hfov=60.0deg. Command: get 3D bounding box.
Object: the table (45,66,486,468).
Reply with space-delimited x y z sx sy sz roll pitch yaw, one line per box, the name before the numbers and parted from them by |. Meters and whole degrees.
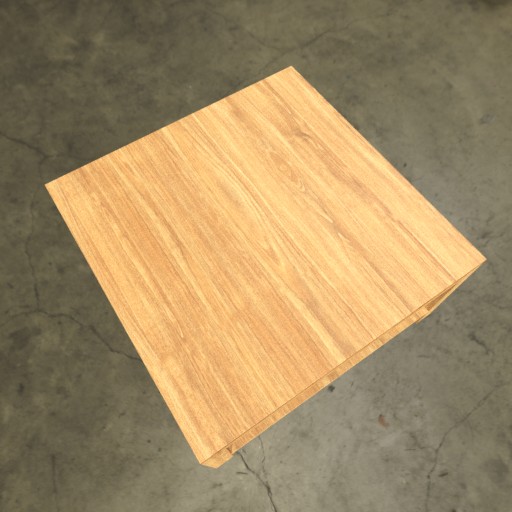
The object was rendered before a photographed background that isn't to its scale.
table | 0.000 0.000 1.454 0.900 0.450 0.900 -31 67 -15
